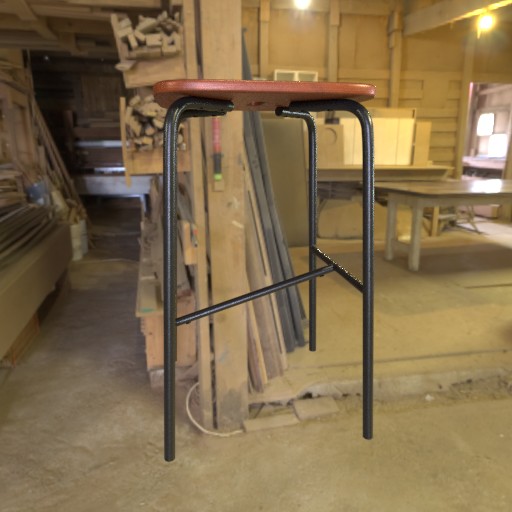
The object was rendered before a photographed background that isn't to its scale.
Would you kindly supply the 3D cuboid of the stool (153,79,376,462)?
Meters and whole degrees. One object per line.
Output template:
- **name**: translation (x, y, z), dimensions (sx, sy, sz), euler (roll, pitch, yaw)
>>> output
- **stool**: translation (0.000, 0.000, 0.883), dimensions (0.376, 0.610, 0.376), euler (-2, 14, -9)
